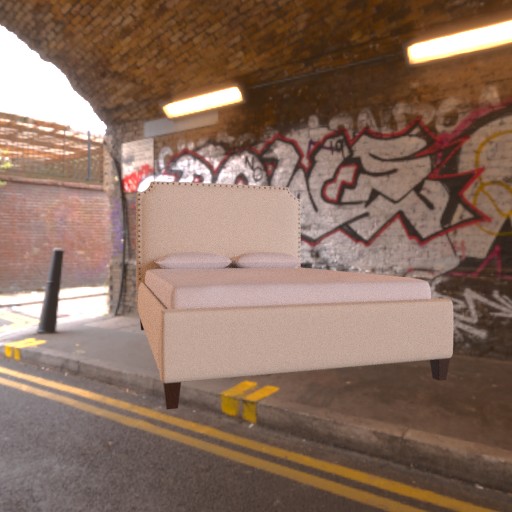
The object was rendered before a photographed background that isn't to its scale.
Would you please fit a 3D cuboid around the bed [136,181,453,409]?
[{"bbox_3d":[0.000,0.000,3.455,1.712,1.443,2.372,0,1,-18],"label":"bed"}]
